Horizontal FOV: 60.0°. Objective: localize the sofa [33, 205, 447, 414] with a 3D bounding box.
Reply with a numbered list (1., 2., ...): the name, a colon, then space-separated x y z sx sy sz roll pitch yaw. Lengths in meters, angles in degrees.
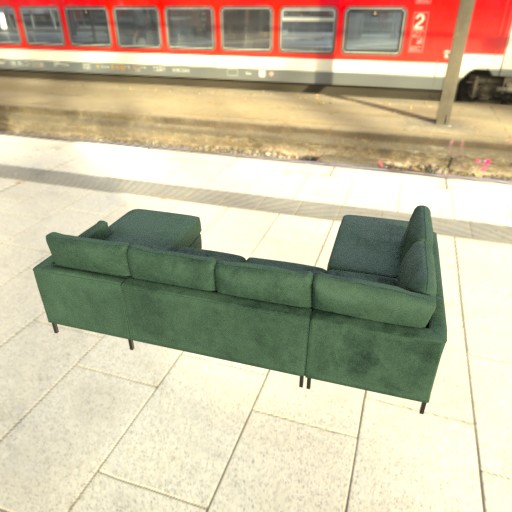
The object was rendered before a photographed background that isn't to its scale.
1. sofa: 0.000 0.000 3.863 2.994 0.861 1.992 9 31 14
